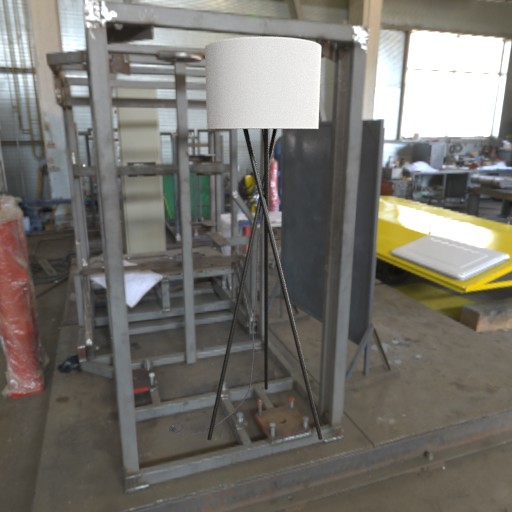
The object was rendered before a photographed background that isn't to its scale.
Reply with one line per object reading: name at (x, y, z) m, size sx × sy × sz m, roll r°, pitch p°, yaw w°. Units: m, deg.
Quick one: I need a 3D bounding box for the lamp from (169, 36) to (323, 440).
lamp at (0.000, 0.000, 1.905) m, size 0.667 × 1.624 × 0.522 m, roll 7°, pitch 17°, yaw 24°
